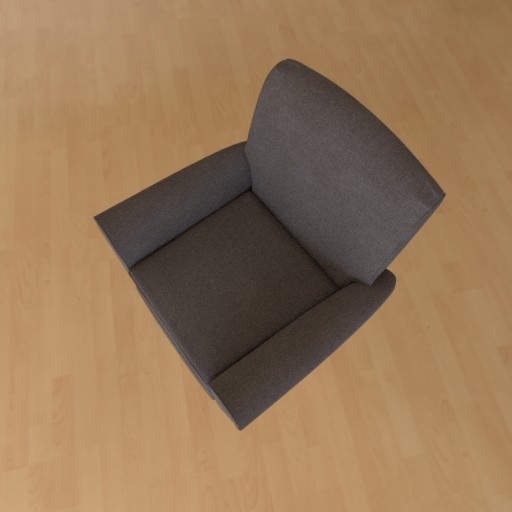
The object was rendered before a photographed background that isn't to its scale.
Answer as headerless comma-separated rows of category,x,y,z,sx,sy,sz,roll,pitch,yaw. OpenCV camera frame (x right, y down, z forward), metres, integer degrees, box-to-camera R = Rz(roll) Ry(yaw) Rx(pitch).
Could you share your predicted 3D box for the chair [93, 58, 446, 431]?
chair,0.000,0.000,1.748,0.905,1.061,0.978,-34,69,-15
